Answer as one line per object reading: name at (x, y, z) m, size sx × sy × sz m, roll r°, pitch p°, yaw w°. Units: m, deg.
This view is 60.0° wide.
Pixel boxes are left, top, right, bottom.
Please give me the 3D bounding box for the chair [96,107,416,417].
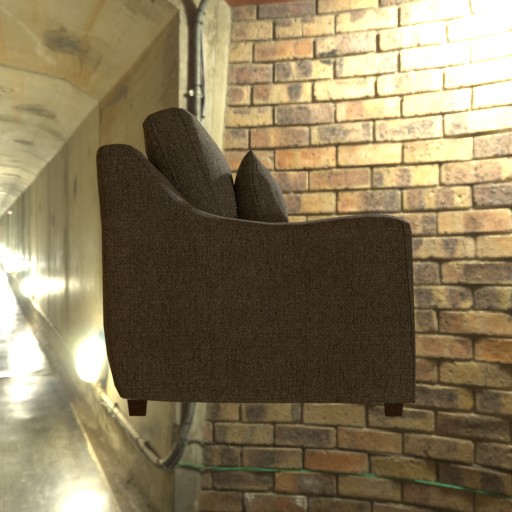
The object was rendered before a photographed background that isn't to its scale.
chair at (0.000, 0.000, 1.918) m, size 1.009 × 1.037 × 1.138 m, roll 0°, pitch -2°, yaw 0°
